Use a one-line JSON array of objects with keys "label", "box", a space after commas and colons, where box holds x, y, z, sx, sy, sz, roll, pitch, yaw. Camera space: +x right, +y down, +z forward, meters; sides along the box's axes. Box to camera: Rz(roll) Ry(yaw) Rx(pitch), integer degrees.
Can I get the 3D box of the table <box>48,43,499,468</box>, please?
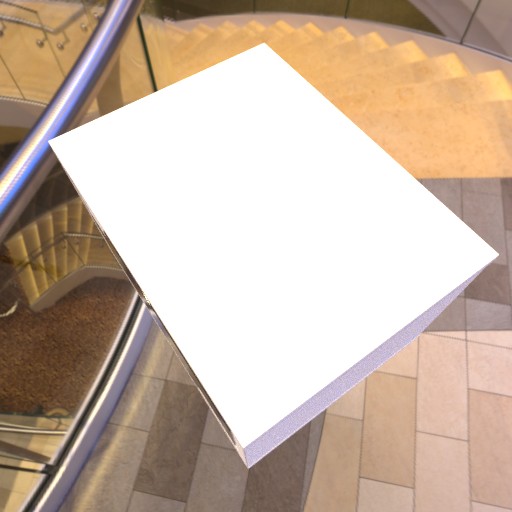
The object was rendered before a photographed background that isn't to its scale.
[{"label": "table", "box": [0.000, 0.000, 0.771, 0.399, 0.357, 0.517, -32, 66, -16]}]
